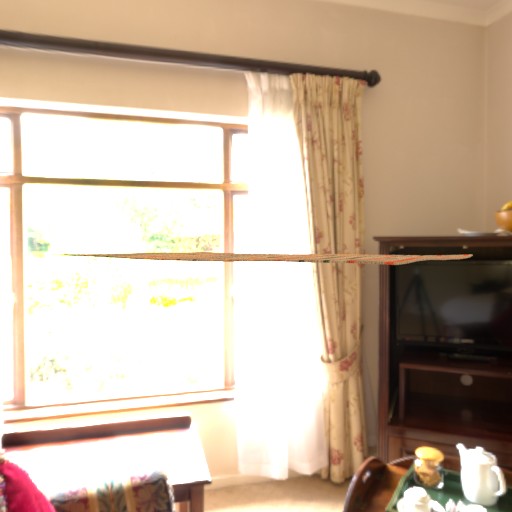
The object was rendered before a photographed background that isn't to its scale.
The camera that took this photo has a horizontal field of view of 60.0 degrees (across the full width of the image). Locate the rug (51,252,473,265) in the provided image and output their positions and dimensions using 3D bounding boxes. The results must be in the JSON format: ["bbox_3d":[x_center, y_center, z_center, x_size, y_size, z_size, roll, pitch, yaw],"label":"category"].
[{"bbox_3d":[0.000,0.000,3.024,2.439,0.029,1.537,1,1,36],"label":"rug"}]
